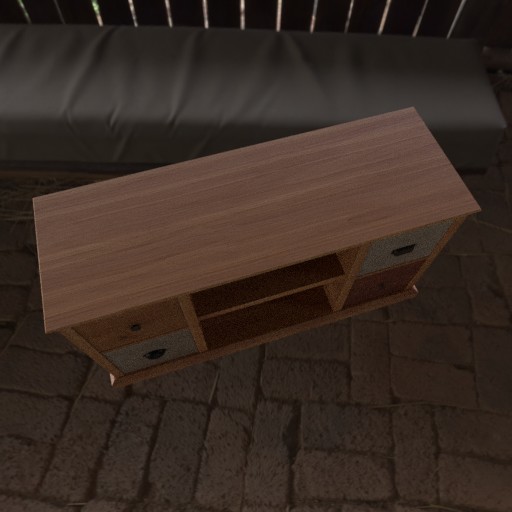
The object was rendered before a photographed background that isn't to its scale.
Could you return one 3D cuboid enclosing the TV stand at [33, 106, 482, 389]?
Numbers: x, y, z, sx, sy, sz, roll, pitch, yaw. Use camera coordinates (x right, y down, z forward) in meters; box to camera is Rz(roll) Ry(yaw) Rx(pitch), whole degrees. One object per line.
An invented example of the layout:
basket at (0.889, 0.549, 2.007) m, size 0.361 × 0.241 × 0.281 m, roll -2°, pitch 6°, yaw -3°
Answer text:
TV stand at (0.000, 0.000, 1.490) m, size 1.181 × 0.607 × 0.417 m, roll -15°, pitch 63°, yaw -8°
